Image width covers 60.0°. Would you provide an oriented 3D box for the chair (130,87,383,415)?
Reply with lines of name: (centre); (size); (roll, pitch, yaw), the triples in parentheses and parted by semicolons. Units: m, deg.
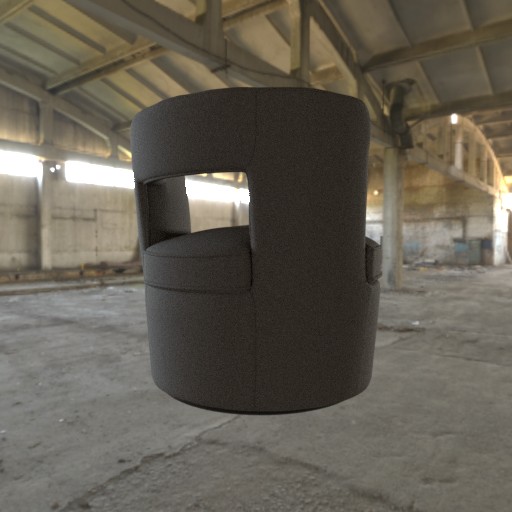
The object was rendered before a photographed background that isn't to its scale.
chair: (0.000, 0.000, 1.242); (0.689, 0.719, 0.660); (1, 2, 37)
